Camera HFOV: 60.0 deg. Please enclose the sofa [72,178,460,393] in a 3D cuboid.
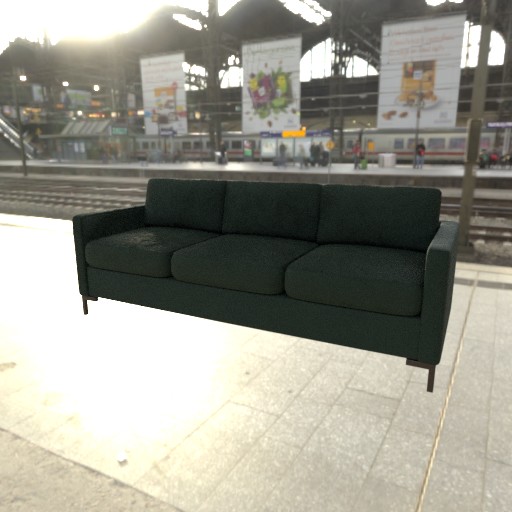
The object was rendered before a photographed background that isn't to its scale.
[{"bbox_3d":[0.000,0.000,2.722,2.218,0.870,0.859,7,15,26],"label":"sofa"}]
